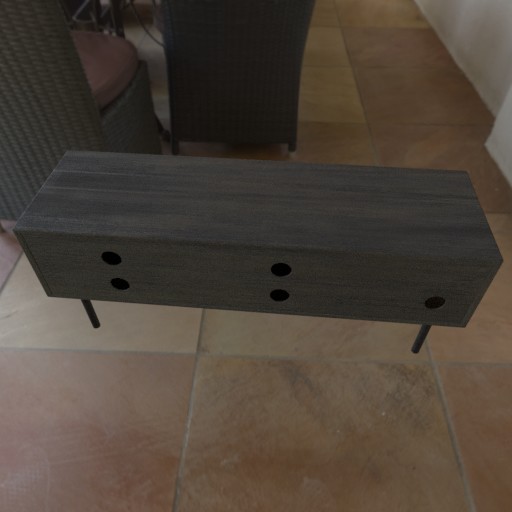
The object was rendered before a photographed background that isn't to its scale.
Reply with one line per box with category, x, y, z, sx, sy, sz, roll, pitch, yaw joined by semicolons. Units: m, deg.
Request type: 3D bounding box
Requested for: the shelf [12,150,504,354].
shelf;0.000;0.000;1.480;1.300;0.495;0.400;4;46;4
